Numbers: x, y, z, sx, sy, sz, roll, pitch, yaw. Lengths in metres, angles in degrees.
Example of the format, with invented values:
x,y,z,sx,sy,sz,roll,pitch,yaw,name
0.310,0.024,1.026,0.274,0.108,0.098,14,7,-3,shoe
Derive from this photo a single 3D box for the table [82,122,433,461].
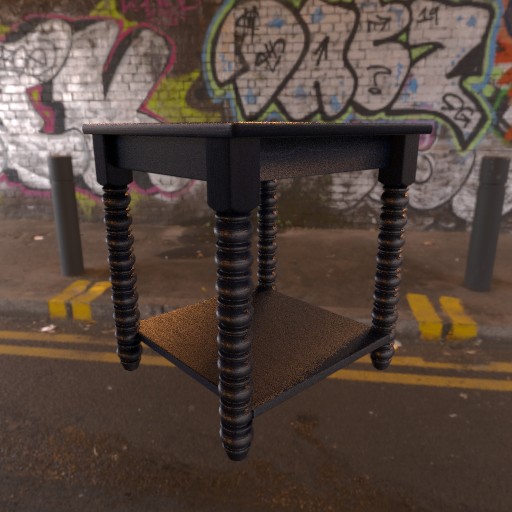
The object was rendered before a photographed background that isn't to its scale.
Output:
x,y,z,sx,sy,sz,roll,pitch,yaw,name
0.000,0.000,0.992,0.533,0.567,0.500,-14,21,-40,table
